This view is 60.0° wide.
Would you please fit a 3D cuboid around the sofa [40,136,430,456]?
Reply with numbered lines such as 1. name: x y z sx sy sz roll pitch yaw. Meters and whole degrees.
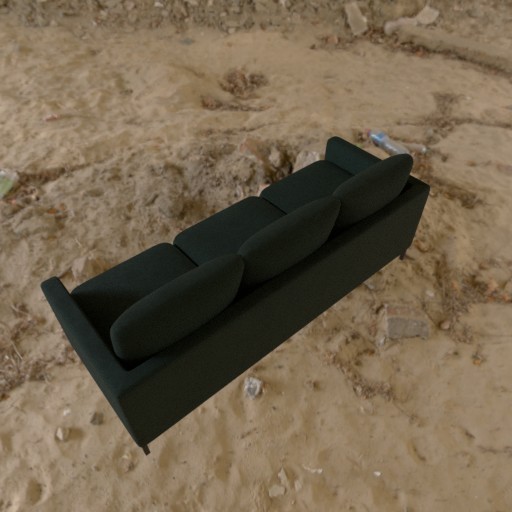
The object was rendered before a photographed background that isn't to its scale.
1. sofa: 0.000 0.000 2.689 2.218 0.870 0.859 -31 53 -27
